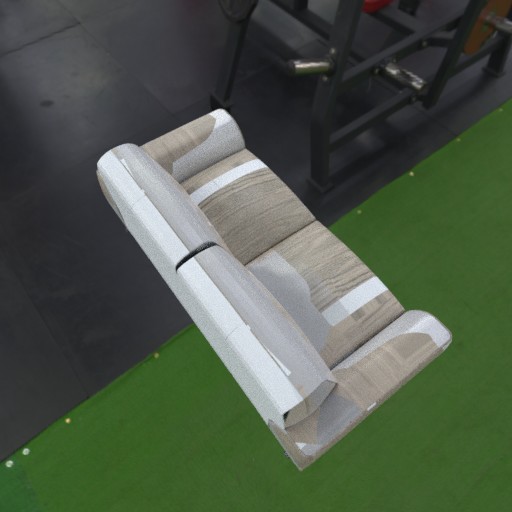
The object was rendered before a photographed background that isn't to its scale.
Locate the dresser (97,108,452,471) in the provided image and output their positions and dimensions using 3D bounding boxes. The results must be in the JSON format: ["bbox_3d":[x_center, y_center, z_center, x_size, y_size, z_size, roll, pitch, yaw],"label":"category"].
[{"bbox_3d":[0.000,0.000,5.820,2.251,1.863,4.679,-32,64,-18],"label":"dresser"}]
